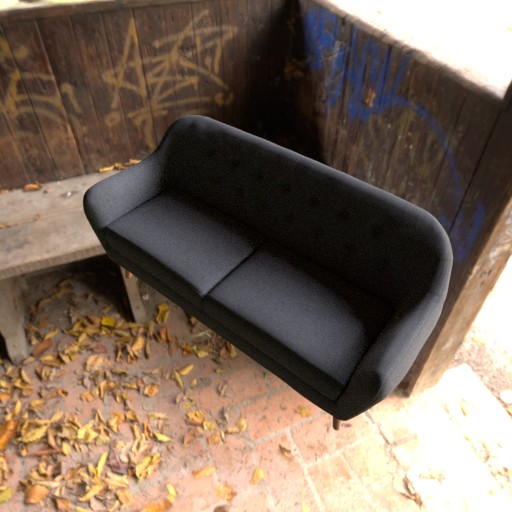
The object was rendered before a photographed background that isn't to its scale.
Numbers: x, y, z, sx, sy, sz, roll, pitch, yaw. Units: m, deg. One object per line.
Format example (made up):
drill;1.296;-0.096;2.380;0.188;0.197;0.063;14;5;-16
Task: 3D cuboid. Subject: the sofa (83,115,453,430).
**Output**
sofa;0.000;0.000;2.306;1.840;0.820;0.820;30;52;26
